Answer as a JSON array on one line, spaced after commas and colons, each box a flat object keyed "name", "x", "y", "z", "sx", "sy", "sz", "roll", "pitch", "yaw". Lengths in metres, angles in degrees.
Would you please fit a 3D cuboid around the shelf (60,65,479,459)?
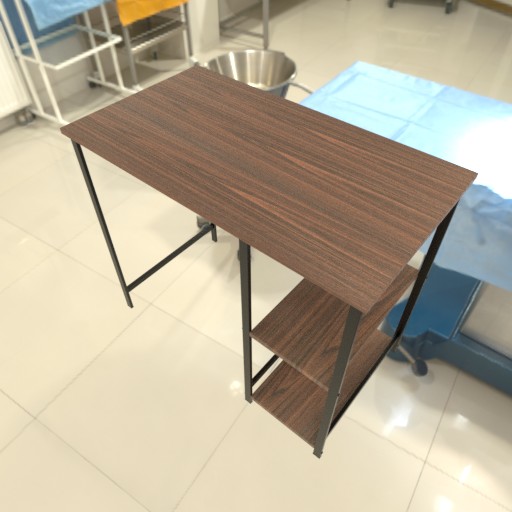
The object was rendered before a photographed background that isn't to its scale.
[{"name": "shelf", "x": 0.000, "y": 0.000, "z": 1.344, "sx": 0.902, "sy": 0.750, "sz": 0.498, "roll": 31, "pitch": 54, "yaw": 26}]
